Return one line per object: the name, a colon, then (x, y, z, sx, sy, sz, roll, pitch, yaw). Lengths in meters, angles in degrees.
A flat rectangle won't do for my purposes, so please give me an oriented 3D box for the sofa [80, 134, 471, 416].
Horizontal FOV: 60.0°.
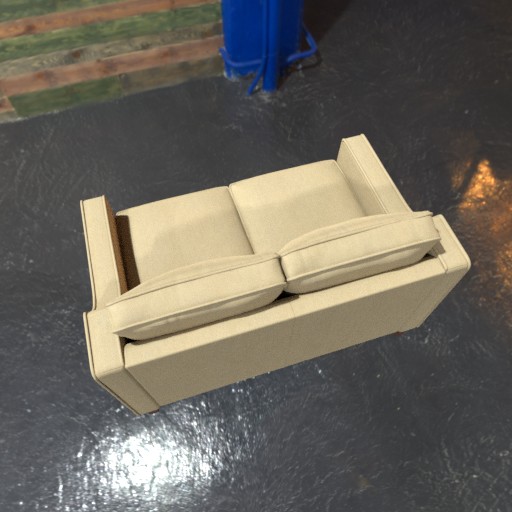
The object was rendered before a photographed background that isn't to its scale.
sofa: (0.000, 0.000, 2.173, 1.501, 0.971, 0.987, -15, 60, -9)
